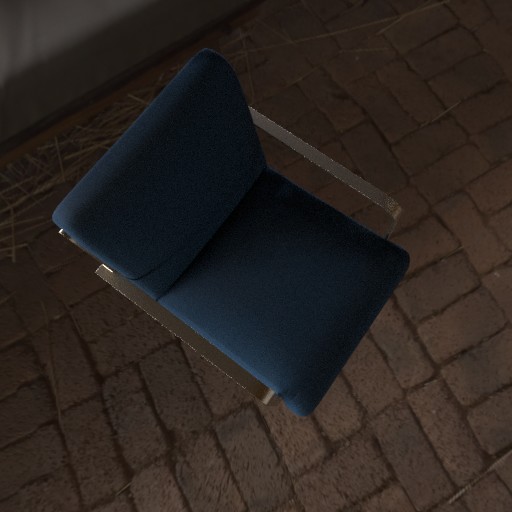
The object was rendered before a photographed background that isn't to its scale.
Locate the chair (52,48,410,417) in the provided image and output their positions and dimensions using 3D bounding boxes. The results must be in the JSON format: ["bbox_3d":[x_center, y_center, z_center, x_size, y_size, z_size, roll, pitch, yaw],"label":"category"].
[{"bbox_3d":[0.000,0.000,1.434,0.859,0.831,0.692,35,78,9],"label":"chair"}]
